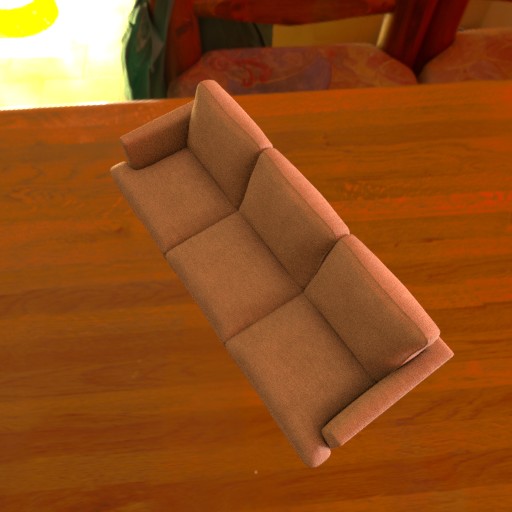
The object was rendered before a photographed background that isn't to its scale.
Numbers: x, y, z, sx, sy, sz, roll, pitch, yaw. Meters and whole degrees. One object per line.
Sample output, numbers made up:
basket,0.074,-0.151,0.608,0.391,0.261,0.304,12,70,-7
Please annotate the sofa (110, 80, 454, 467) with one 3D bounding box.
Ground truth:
sofa,0.000,0.000,2.688,0.903,0.930,2.246,-32,68,-15
